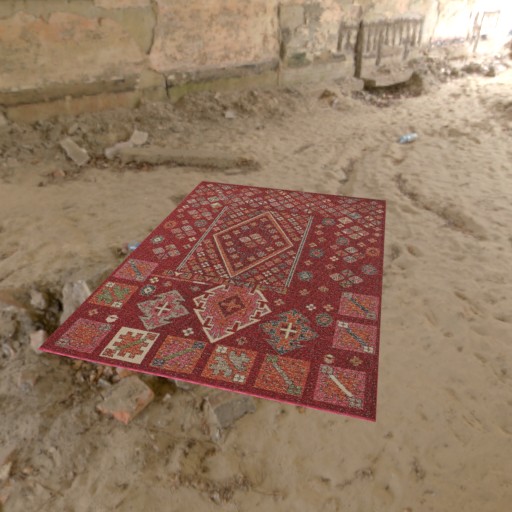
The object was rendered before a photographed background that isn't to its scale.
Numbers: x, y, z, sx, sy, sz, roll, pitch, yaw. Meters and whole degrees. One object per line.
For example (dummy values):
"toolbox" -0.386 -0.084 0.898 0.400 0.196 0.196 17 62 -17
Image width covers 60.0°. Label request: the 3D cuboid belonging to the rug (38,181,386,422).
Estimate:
"rug" 0.000 0.000 4.292 2.389 0.011 3.306 8 33 13
